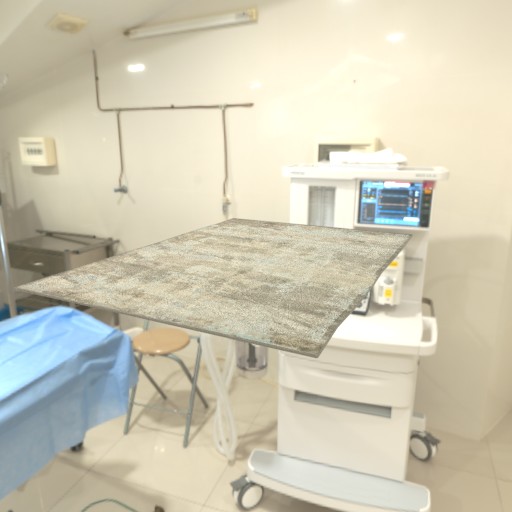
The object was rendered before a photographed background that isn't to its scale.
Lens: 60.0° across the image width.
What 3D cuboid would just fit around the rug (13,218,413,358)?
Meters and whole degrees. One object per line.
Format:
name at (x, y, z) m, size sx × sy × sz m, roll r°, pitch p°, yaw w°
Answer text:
rug at (0.000, 0.000, 4.207) m, size 2.393 × 0.013 × 3.307 m, roll 7°, pitch 17°, yaw 26°
